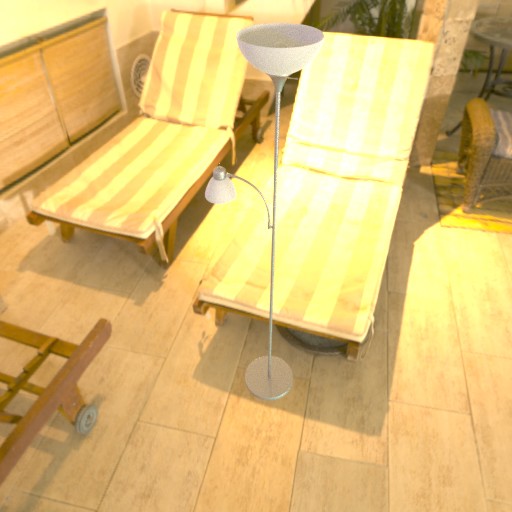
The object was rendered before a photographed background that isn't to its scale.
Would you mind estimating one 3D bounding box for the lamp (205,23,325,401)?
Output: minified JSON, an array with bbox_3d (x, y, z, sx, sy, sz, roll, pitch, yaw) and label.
[{"bbox_3d":[0.000,0.000,1.941,0.425,1.804,0.279,12,42,14],"label":"lamp"}]
